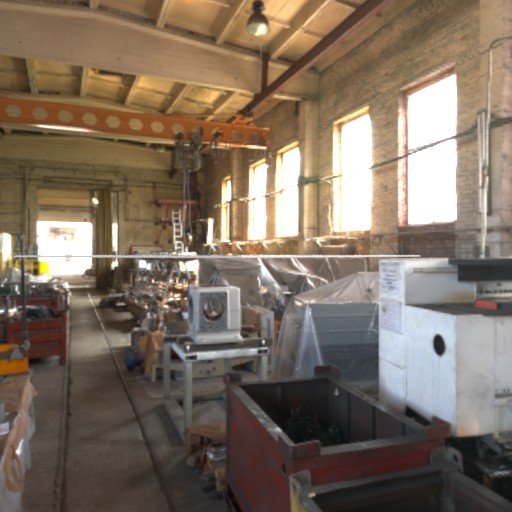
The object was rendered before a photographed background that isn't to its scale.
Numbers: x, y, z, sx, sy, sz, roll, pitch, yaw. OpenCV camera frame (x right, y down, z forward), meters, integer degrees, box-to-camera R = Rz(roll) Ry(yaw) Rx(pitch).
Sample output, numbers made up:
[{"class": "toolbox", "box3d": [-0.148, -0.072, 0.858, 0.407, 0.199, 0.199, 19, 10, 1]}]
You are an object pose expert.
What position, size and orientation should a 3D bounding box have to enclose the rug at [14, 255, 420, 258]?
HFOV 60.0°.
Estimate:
[{"class": "rug", "box3d": [0.000, 0.000, 2.986, 1.536, 0.012, 2.431, 0, 0, 34]}]
